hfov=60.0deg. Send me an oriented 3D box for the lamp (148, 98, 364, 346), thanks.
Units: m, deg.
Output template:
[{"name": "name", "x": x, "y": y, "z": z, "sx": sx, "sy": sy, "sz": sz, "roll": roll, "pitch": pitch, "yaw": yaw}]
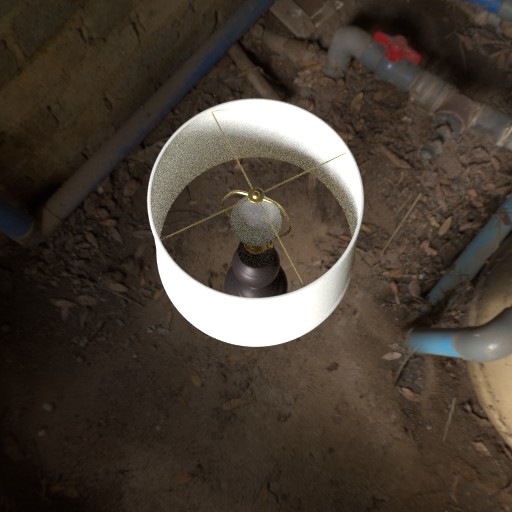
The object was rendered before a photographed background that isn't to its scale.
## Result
[{"name": "lamp", "x": 0.000, "y": 0.000, "z": 0.821, "sx": 0.335, "sy": 0.611, "sz": 0.335, "roll": 0, "pitch": 76, "yaw": 0}]
